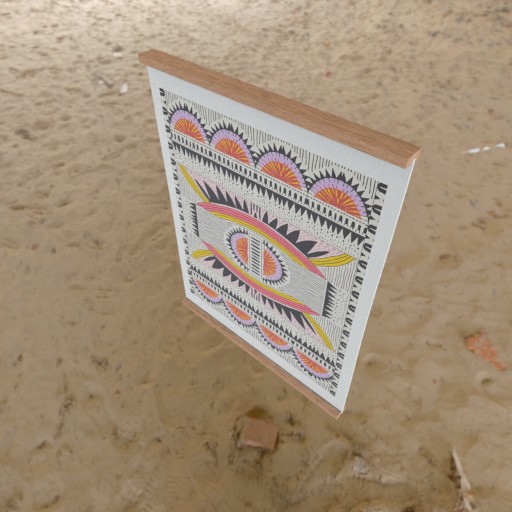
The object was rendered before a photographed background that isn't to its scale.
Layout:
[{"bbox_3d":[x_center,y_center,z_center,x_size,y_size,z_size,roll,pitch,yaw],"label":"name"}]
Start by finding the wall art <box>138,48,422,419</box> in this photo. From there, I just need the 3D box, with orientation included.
[{"bbox_3d":[0.000,0.000,0.697,0.403,0.527,0.028,31,52,28],"label":"wall art"}]
